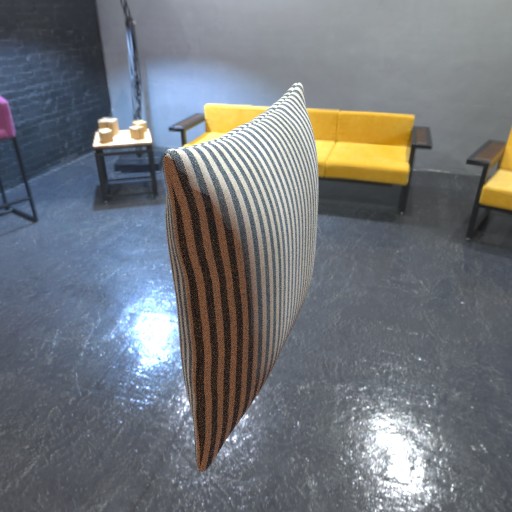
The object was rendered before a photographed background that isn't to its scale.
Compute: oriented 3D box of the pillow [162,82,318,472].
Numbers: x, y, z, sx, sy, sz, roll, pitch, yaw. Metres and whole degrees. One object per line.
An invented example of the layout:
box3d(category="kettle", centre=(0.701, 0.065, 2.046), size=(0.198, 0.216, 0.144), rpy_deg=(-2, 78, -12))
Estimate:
box3d(category="pillow", centre=(0.000, 0.000, 0.784), size=(0.166, 0.510, 0.523), rpy_deg=(10, 31, 18))
